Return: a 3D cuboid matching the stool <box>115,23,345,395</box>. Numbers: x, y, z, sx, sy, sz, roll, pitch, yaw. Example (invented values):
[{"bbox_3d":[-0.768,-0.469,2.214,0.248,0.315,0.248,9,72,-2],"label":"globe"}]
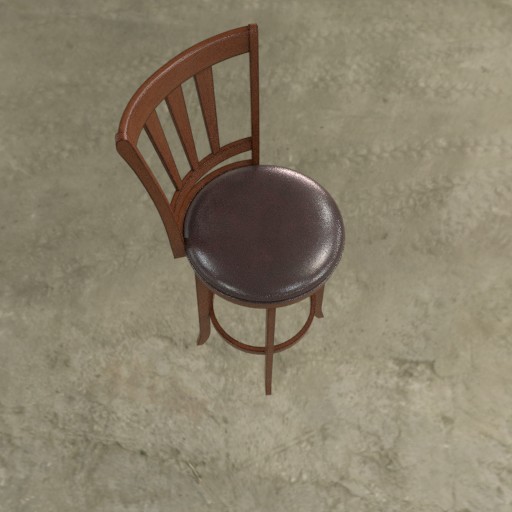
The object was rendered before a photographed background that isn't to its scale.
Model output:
[{"bbox_3d":[0.000,0.000,1.384,0.503,1.177,0.464,32,65,17],"label":"stool"}]
